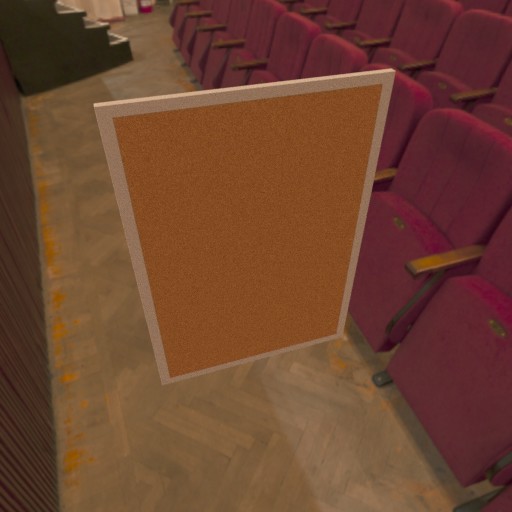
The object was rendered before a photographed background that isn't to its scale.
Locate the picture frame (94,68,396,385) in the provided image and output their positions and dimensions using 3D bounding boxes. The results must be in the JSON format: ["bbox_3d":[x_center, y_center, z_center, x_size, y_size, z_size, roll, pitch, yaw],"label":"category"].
[{"bbox_3d":[0.000,0.000,0.863,0.457,0.657,0.013,-12,42,-13],"label":"picture frame"}]
